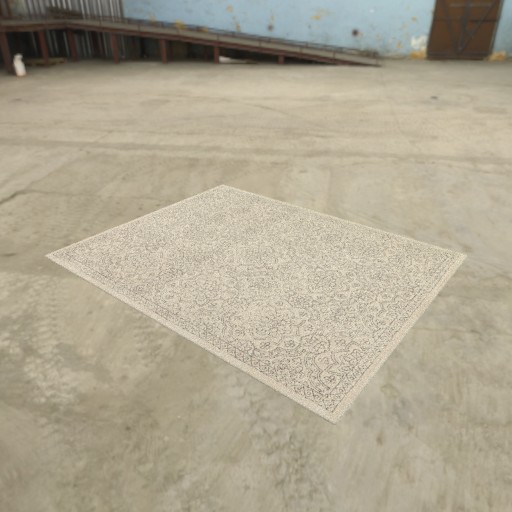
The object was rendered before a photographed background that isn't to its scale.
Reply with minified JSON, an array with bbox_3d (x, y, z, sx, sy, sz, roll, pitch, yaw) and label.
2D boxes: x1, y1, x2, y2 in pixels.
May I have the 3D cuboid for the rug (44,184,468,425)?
[{"bbox_3d":[0.000,0.000,4.079,3.050,0.015,2.441,21,35,33],"label":"rug"}]
